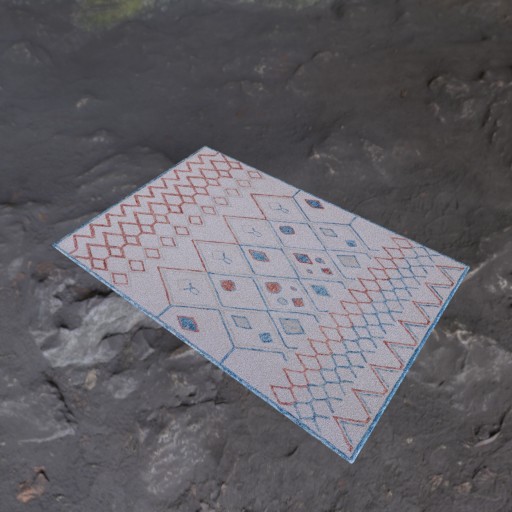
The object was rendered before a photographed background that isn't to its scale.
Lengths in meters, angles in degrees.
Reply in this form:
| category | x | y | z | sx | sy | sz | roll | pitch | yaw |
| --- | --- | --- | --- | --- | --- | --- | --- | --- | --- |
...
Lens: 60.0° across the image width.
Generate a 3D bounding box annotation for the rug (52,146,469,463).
| category | x | y | z | sx | sy | sz | roll | pitch | yaw |
| --- | --- | --- | --- | --- | --- | --- | --- | --- | --- |
| rug | 0.000 | 0.000 | 2.326 | 1.829 | 0.016 | 1.219 | 29 | 53 | 25 |
